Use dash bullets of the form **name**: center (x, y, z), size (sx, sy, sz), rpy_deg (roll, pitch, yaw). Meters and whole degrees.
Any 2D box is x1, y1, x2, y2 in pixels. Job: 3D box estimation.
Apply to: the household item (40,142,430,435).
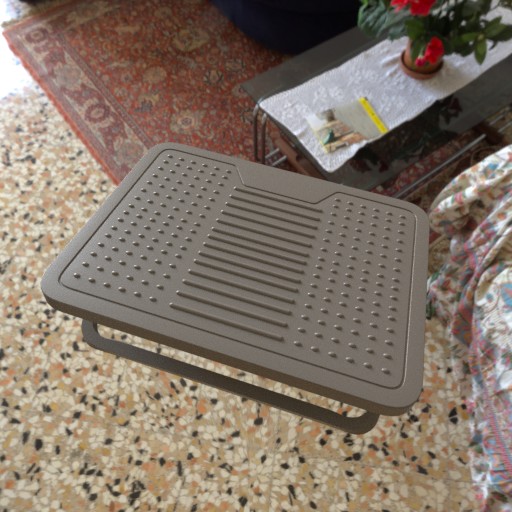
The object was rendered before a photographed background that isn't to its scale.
- **household item**: center (0.000, 0.000, 0.526), size (0.390, 0.126, 0.301), rpy_deg (16, 65, 8)
